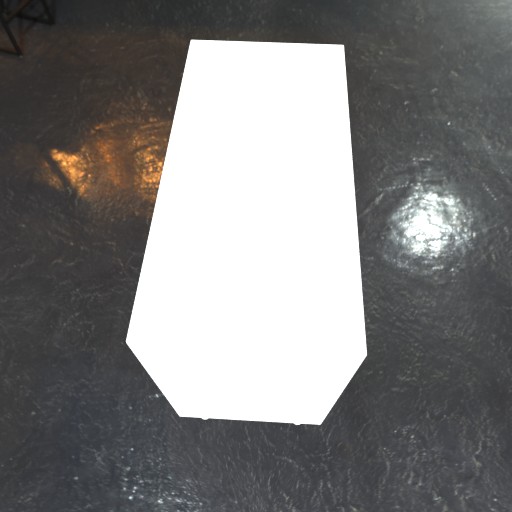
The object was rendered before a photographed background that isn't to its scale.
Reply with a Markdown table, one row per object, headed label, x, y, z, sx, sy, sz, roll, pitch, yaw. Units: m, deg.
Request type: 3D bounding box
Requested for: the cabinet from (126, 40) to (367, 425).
| label | x | y | z | sx | sy | sz | roll | pitch | yaw |
| --- | --- | --- | --- | --- | --- | --- | --- | --- | --- |
| cabinet | 0.000 | 0.000 | 1.237 | 0.398 | 0.761 | 0.800 | 3 | 59 | 2 |
